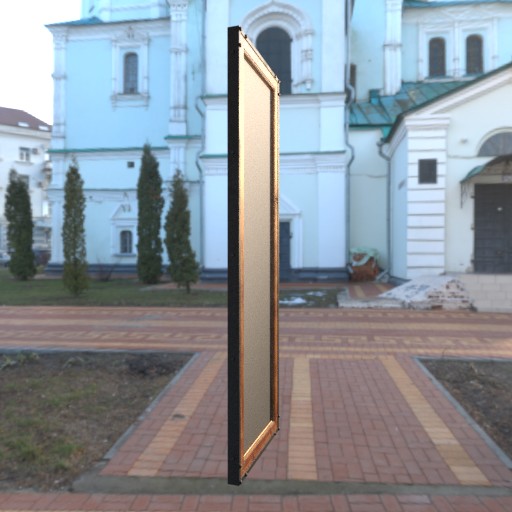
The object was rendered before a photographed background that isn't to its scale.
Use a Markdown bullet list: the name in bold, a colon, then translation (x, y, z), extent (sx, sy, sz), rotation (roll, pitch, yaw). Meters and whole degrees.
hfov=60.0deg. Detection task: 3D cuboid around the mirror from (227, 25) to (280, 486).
- **mirror**: translation (0.000, 0.000, 1.203), extent (0.042, 1.080, 0.354), rotation (0, 0, 18)
